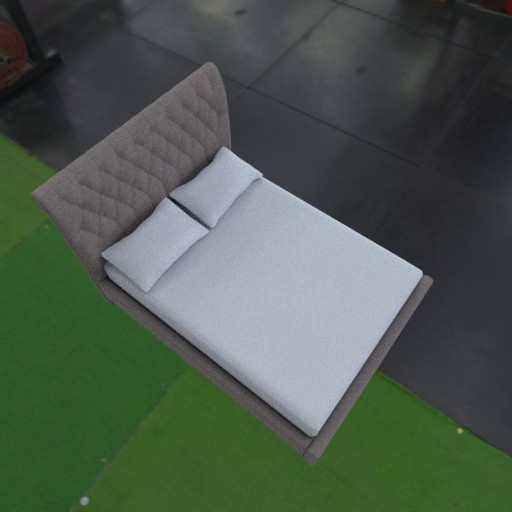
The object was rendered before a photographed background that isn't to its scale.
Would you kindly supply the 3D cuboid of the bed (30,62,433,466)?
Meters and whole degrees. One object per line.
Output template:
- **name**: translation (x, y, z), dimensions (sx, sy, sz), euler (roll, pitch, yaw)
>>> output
- **bed**: translation (0.000, 0.000, 3.242), dimensions (2.252, 1.371, 1.645), euler (34, 64, 19)
